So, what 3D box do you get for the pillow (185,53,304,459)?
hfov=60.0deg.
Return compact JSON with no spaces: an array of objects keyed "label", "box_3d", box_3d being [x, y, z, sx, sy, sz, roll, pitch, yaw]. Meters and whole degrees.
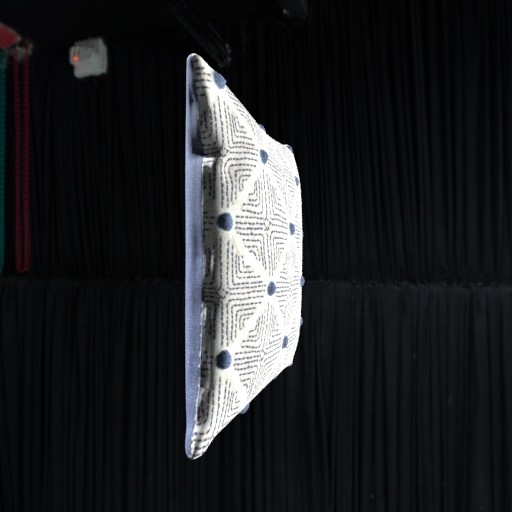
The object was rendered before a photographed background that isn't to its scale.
[{"label":"pillow","box_3d":[0.000,0.000,0.792,0.145,0.510,0.510,0,0,18]}]
